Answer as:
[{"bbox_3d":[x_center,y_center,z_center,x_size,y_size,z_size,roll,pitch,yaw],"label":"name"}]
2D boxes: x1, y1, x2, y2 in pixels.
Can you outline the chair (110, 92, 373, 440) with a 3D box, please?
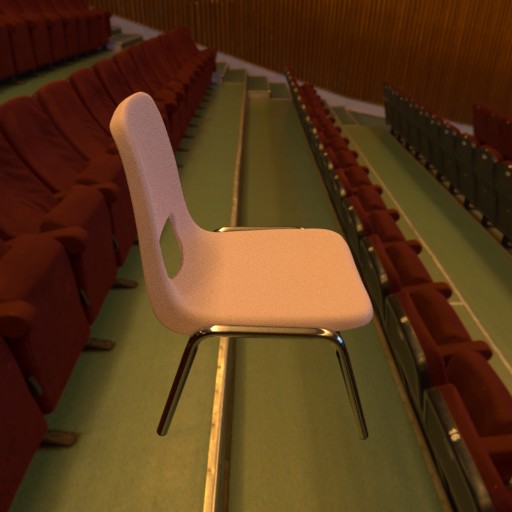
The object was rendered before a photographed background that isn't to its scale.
[{"bbox_3d":[0.000,0.000,0.779,0.385,0.537,0.354,0,30,-1],"label":"chair"}]
